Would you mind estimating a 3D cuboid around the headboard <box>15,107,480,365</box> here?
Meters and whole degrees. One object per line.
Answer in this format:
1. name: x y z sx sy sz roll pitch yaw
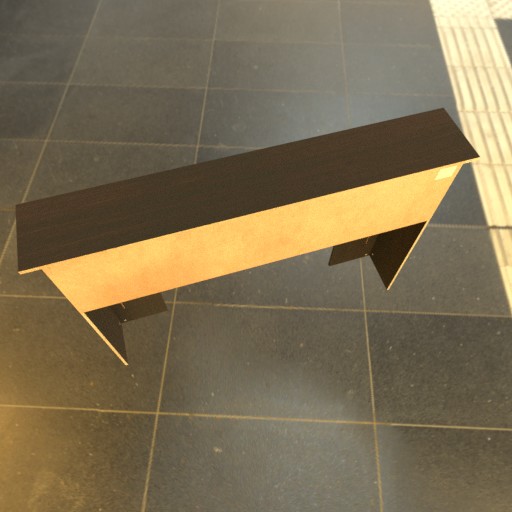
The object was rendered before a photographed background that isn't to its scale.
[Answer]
1. headboard: 0.000 0.000 2.074 1.671 1.092 0.279 -15 61 -8
